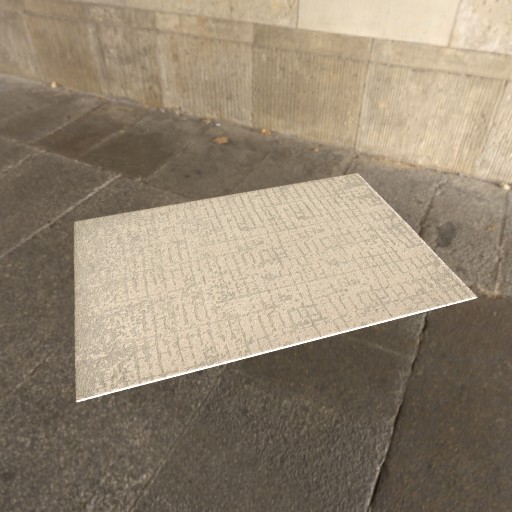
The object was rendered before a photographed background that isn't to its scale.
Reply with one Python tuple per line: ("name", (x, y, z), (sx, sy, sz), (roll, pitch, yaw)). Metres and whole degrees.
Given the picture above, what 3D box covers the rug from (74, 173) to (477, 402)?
("rug", (0.000, 0.000, 2.336), (1.827, 0.007, 1.211), (-12, 42, -13))
